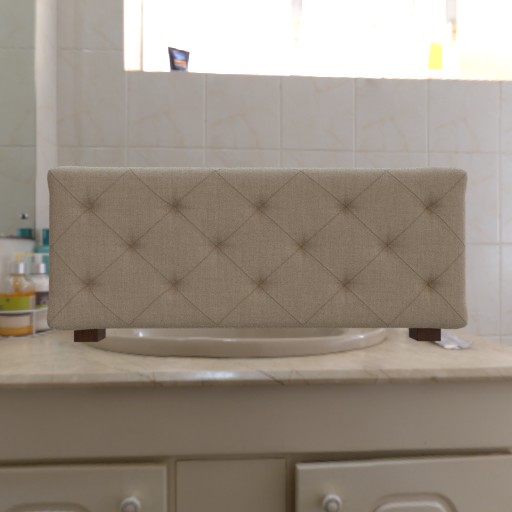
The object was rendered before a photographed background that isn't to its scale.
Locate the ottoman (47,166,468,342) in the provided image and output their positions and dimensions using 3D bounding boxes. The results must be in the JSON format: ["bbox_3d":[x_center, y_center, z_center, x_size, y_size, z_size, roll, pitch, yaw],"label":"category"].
[{"bbox_3d":[0.000,0.000,1.570,1.028,0.439,1.028,0,-1,-1],"label":"ottoman"}]
